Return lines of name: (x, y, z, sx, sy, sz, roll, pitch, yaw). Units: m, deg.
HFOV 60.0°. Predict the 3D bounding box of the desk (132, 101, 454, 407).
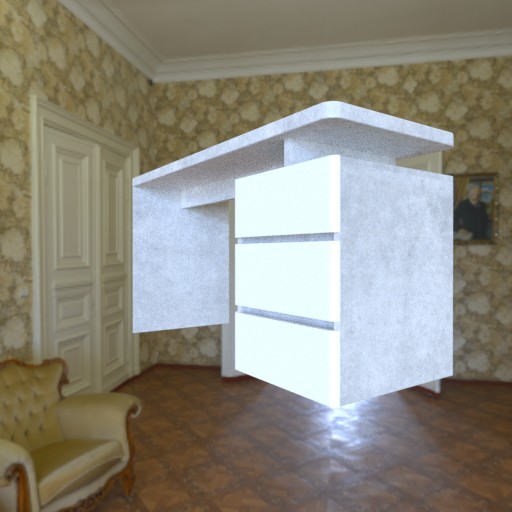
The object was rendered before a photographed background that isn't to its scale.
desk: (0.000, 0.000, 1.783, 0.550, 0.755, 1.400, 0, 0, -35)
